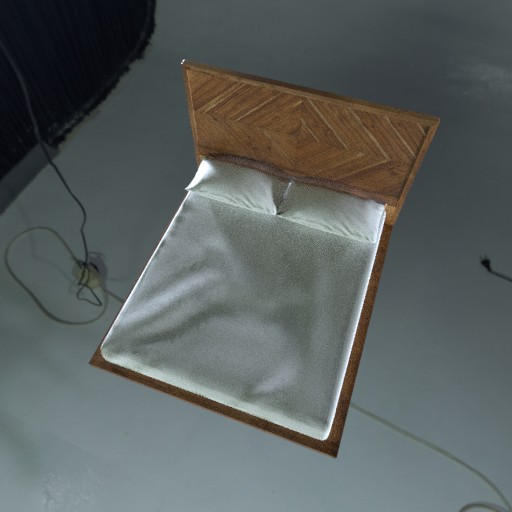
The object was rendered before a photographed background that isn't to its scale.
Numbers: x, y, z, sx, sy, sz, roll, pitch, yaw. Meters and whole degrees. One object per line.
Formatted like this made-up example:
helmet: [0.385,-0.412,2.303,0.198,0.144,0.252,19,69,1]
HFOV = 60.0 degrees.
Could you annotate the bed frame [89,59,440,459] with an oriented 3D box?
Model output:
bed frame: [0.000,0.000,3.494,2.038,1.537,2.235,17,60,10]
